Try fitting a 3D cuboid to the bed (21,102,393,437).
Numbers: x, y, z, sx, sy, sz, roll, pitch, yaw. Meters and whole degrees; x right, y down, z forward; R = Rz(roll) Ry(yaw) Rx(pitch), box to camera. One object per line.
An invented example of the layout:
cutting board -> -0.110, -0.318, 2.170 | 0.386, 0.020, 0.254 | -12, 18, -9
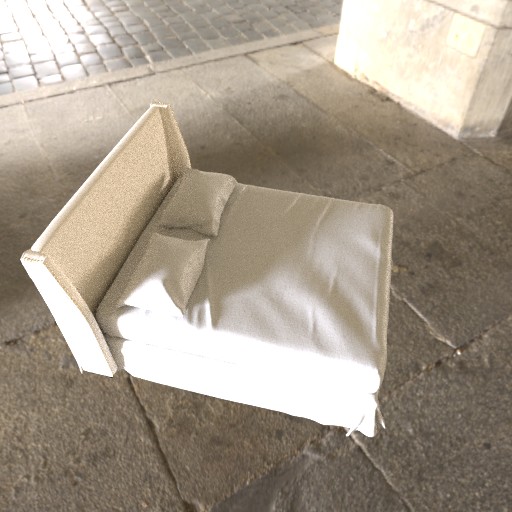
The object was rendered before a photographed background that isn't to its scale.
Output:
bed -> 0.000, 0.000, 3.384 | 2.276, 1.332, 1.925 | 10, 47, 10
